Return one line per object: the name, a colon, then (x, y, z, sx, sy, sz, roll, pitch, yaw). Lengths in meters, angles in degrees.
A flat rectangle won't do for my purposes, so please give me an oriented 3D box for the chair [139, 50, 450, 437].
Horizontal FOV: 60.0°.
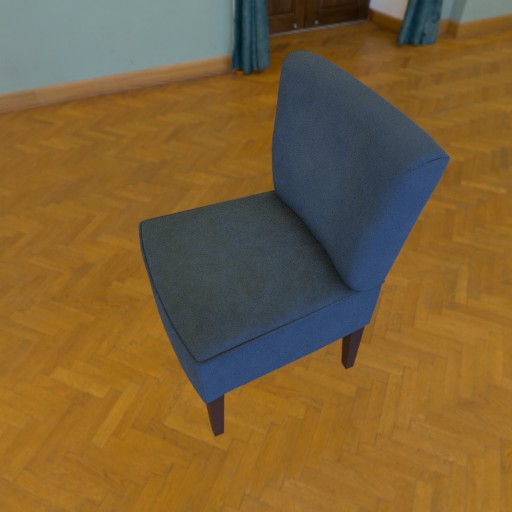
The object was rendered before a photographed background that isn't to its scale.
chair: (0.000, 0.000, 1.151, 0.551, 0.806, 0.521, -18, 49, -17)
